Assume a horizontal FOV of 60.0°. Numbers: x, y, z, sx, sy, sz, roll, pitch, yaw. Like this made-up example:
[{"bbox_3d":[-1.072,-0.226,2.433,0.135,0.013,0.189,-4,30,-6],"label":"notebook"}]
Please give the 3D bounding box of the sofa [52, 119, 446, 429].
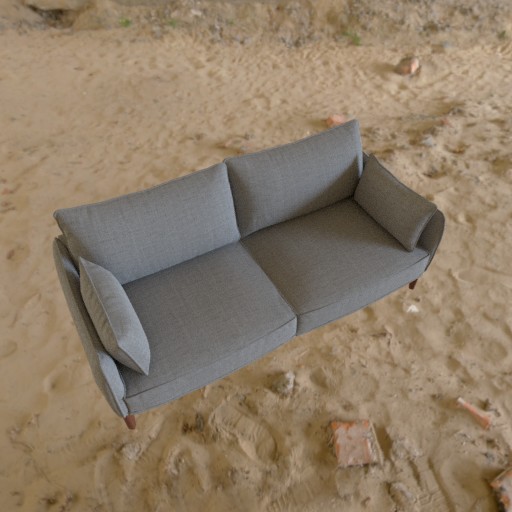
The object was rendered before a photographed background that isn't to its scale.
[{"bbox_3d":[0.000,0.000,2.479,1.989,0.851,0.972,-22,51,-19],"label":"sofa"}]
